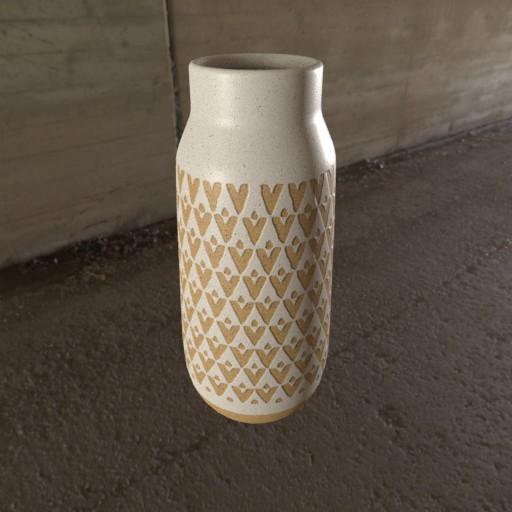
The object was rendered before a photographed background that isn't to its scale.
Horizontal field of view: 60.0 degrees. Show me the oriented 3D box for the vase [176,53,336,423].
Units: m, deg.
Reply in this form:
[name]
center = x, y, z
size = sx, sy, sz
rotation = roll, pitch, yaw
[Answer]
[vase]
center = 0.000, 0.000, 0.378
size = 0.137, 0.307, 0.137
rotation = 0, 31, 0
